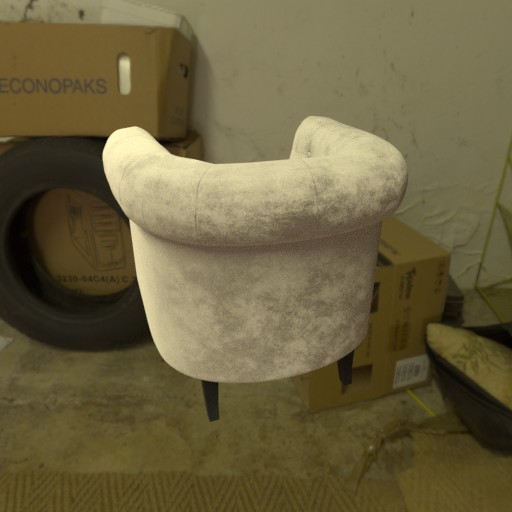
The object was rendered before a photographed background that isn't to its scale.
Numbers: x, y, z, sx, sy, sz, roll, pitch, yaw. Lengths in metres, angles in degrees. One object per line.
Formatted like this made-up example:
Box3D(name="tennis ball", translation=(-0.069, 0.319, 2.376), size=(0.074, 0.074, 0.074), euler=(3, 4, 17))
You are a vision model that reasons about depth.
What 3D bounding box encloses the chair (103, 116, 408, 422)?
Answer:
Box3D(name="chair", translation=(0.000, 0.000, 1.537), size=(0.904, 0.826, 0.851), euler=(-9, 28, -18))
